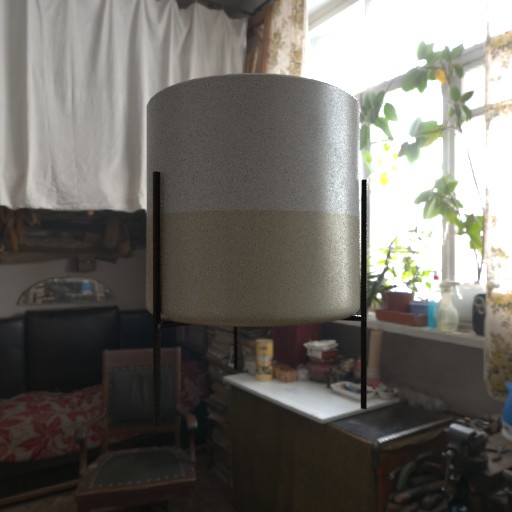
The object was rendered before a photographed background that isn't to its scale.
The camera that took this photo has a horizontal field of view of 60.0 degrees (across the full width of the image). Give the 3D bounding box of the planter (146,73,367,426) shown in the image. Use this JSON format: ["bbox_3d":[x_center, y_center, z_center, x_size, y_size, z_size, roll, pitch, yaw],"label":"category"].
[{"bbox_3d":[0.000,0.000,0.757,0.368,0.484,0.359,0,0,18],"label":"planter"}]
